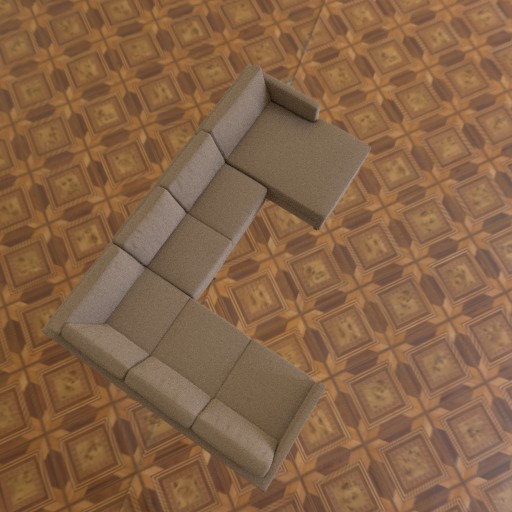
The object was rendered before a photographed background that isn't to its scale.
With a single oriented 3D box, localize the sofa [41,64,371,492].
[{"bbox_3d":[0.000,0.000,4.443,2.424,0.865,3.438,32,77,9],"label":"sofa"}]
